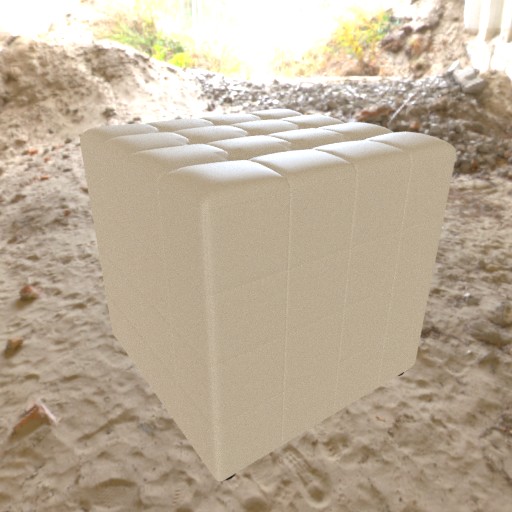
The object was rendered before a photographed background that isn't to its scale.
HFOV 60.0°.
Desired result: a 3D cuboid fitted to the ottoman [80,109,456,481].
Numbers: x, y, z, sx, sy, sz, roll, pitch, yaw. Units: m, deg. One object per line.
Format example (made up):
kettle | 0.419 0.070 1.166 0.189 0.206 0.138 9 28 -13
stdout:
ottoman | 0.000 0.000 0.776 0.425 0.432 0.425 -17 31 -31
